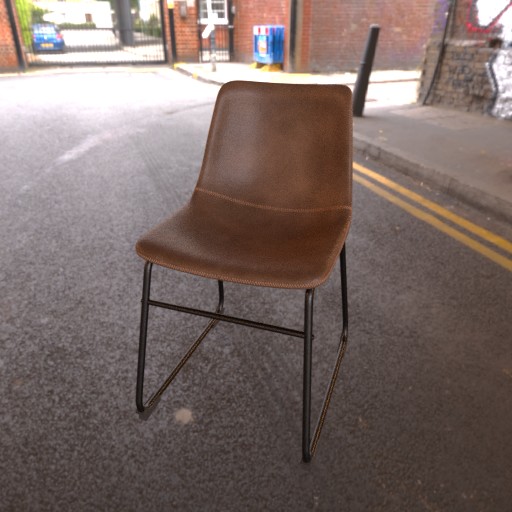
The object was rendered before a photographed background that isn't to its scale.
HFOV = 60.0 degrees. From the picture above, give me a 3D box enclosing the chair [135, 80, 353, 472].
[{"bbox_3d":[0.000,0.000,1.123,0.460,0.780,0.551,9,29,18],"label":"chair"}]
